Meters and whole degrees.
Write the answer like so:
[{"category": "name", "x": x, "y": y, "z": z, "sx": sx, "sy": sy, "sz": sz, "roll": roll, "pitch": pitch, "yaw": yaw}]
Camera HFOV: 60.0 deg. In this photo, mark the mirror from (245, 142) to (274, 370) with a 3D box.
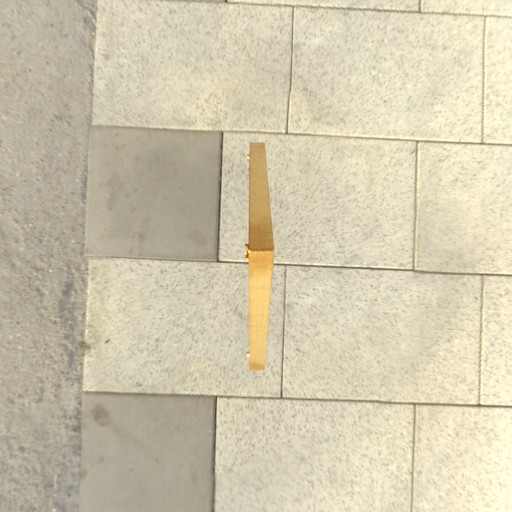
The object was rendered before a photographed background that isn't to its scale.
[{"category": "mirror", "x": 0.000, "y": 0.000, "z": 0.814, "sx": 0.032, "sy": 0.679, "sz": 0.419, "roll": 0, "pitch": 89, "yaw": -1}]
